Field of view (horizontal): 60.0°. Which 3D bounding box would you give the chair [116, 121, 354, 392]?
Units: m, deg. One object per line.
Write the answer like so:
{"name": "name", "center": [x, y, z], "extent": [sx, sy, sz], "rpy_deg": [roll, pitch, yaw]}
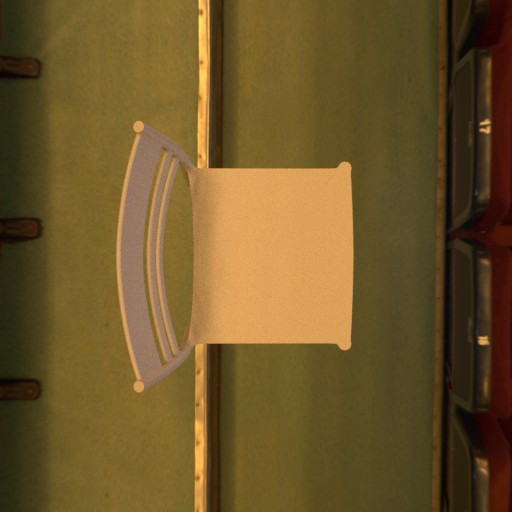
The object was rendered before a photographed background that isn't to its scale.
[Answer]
{"name": "chair", "center": [0.000, 0.000, 1.168], "extent": [0.511, 0.800, 0.531], "rpy_deg": [0, 90, -1]}
